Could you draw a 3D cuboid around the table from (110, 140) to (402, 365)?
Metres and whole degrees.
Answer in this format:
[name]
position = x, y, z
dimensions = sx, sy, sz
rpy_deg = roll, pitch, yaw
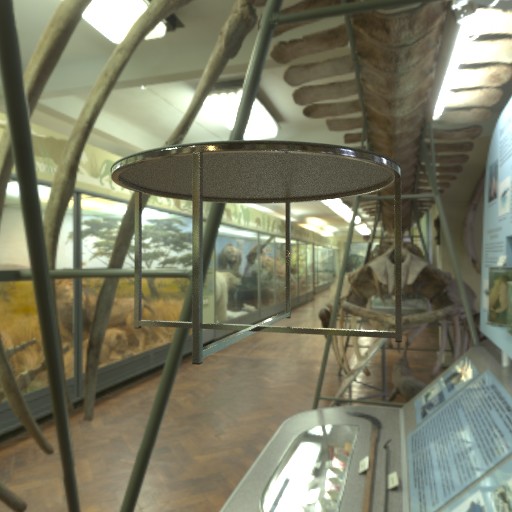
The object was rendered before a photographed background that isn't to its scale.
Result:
[table]
position = 0.000, 0.000, 1.278
dimensions = 0.800, 0.450, 0.800
rpy_deg = 0, -1, 0
